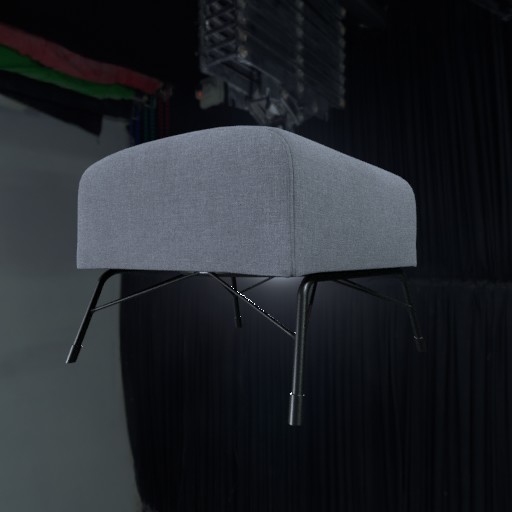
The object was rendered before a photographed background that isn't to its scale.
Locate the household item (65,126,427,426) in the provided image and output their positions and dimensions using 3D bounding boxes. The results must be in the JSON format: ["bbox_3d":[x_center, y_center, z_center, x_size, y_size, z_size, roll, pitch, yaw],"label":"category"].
[{"bbox_3d":[0.000,0.000,0.904,0.530,0.410,0.530,0,0,37],"label":"household item"}]
